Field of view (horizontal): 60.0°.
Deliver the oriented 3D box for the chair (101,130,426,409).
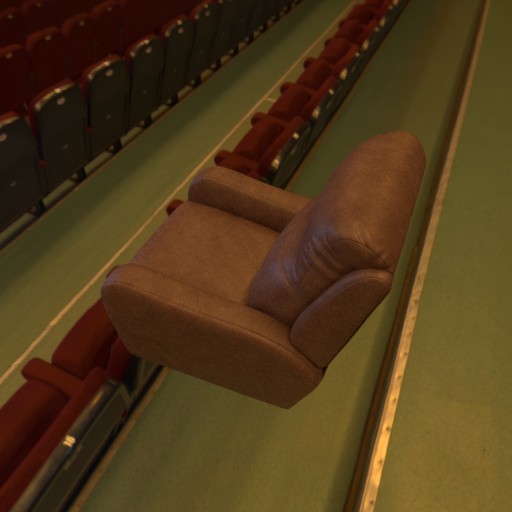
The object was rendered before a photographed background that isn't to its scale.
[{"bbox_3d":[0.000,0.000,1.825,1.067,1.067,0.865,17,48,16],"label":"chair"}]
